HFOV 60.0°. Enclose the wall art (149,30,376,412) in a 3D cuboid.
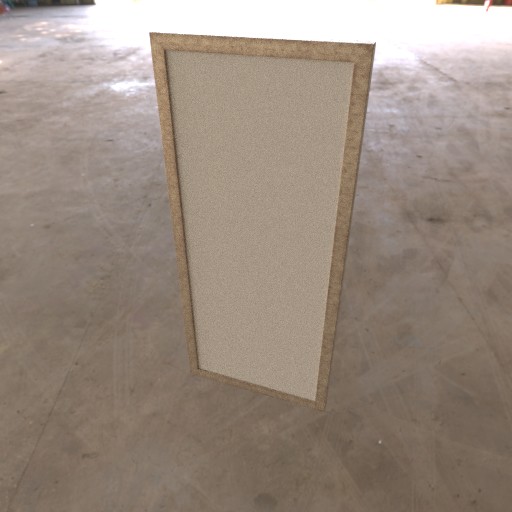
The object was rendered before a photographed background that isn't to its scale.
[{"bbox_3d":[0.000,0.000,1.631,0.648,1.461,0.051,11,36,16],"label":"wall art"}]
